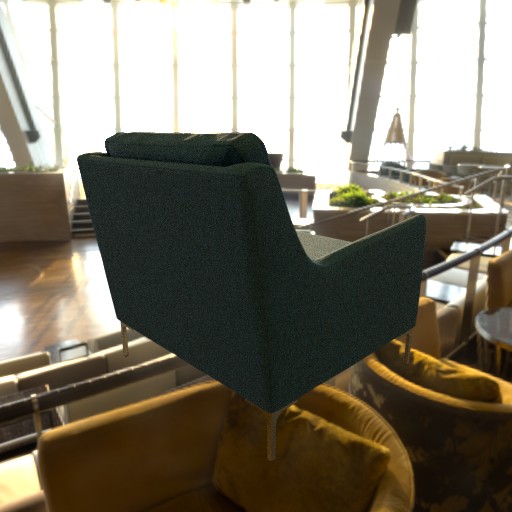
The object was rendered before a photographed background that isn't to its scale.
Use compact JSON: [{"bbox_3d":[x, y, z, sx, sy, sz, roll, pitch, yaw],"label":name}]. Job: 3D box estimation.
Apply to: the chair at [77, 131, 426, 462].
[{"bbox_3d":[0.000,0.000,1.531,0.849,0.828,0.847,-15,21,-42],"label":"chair"}]
